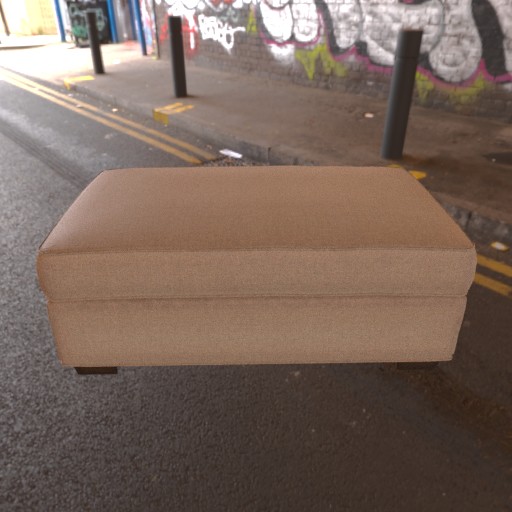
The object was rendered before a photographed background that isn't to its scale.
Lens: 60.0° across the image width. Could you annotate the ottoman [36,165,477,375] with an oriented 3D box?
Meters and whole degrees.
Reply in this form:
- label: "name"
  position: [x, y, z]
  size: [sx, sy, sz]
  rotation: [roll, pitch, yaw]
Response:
- label: "ottoman"
  position: [0.000, 0.000, 1.403]
  size: [1.097, 0.448, 0.617]
  rotation: [-1, 30, -1]
